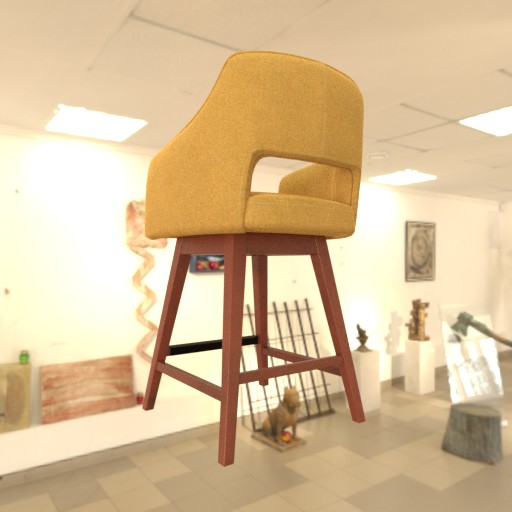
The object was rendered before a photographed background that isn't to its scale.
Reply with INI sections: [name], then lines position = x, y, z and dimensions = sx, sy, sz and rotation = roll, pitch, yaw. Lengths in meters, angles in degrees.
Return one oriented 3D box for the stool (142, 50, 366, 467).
[stool]
position = 0.000, 0.000, 1.266
dimensions = 0.548, 0.924, 0.558
rotation = 0, -1, -36
